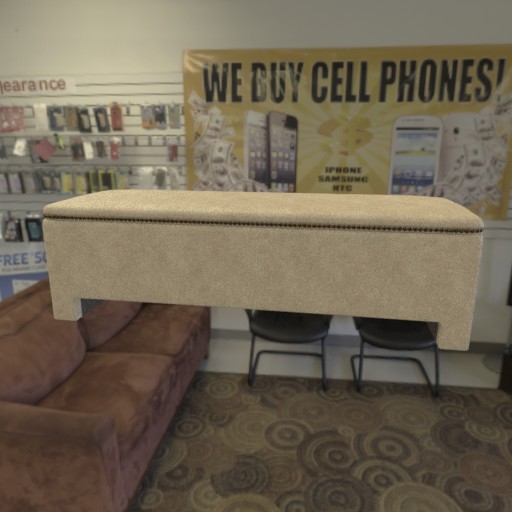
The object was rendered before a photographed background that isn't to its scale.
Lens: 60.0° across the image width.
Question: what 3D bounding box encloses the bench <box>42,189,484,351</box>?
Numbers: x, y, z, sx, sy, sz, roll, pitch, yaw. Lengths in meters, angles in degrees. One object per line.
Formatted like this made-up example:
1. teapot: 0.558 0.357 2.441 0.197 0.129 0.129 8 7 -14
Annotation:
1. bench: 0.000 0.000 1.703 1.482 0.447 0.470 3 15 10
